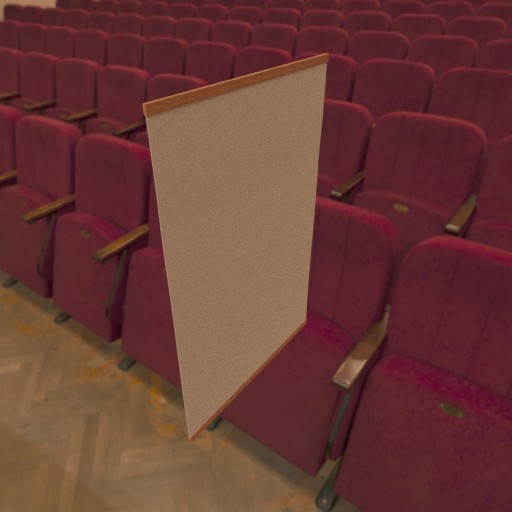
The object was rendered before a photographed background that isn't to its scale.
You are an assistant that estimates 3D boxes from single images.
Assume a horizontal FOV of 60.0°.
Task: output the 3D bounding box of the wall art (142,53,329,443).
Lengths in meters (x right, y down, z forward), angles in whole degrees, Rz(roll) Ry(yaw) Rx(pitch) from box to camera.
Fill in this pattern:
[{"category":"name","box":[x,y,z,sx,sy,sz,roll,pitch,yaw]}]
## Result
[{"category":"wall art","box":[0.000,0.000,1.962,0.019,1.527,1.019,22,39,30]}]
